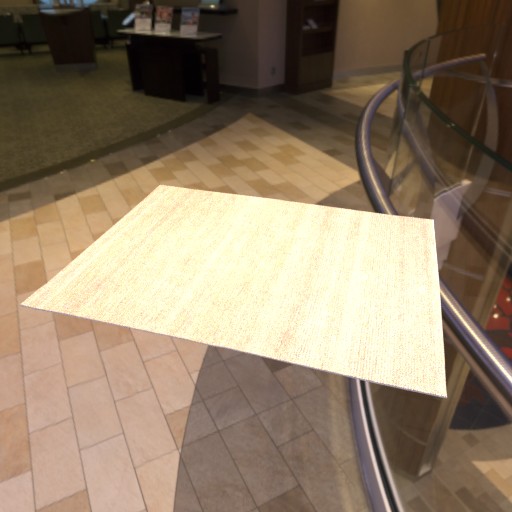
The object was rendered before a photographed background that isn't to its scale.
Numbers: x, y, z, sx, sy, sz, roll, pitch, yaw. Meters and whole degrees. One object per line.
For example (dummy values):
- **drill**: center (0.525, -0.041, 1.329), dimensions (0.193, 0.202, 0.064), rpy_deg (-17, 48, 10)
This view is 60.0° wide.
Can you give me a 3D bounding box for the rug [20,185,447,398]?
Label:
- **rug**: center (0.000, 0.000, 4.144), dimensions (3.245, 0.046, 2.467), rpy_deg (9, 34, 14)
